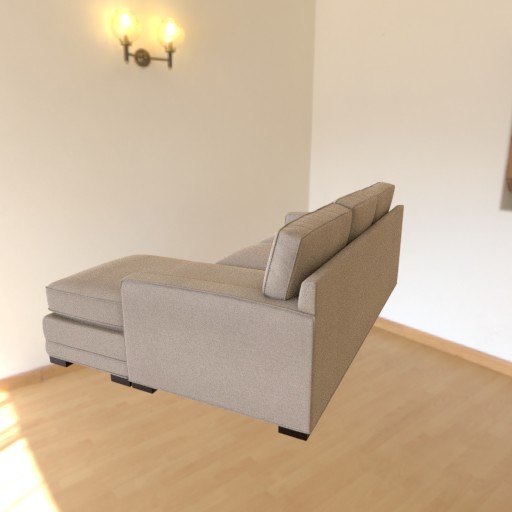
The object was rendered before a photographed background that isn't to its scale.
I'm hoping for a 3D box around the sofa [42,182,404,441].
[{"bbox_3d":[0.000,0.000,2.848,1.496,0.861,2.087,7,17,25],"label":"sofa"}]
